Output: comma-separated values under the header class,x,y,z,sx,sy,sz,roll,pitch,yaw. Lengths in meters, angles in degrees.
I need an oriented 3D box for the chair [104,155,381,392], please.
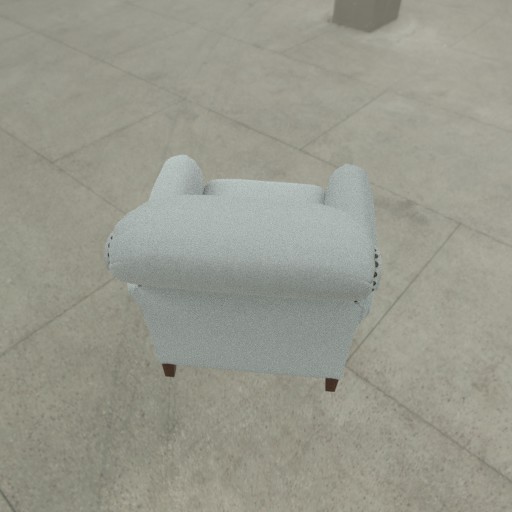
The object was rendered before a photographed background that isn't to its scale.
class,x,y,z,sx,sy,sz,roll,pitch,yaw
chair,0.000,0.000,1.646,0.854,0.927,0.890,4,46,4
